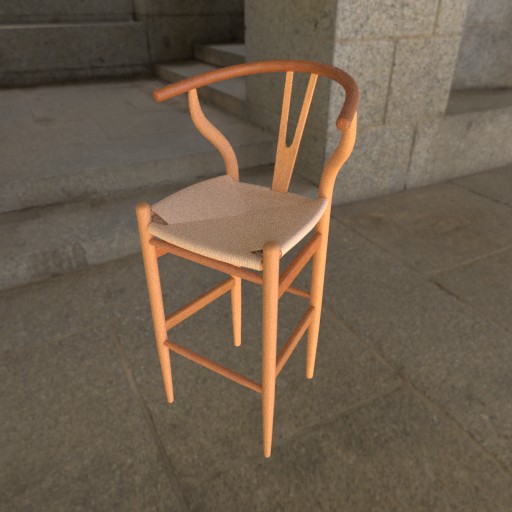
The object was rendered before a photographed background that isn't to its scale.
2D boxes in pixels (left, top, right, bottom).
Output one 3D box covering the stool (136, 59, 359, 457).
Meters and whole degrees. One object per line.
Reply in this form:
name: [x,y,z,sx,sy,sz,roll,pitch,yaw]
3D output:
stool: [0.000,0.000,1.381,0.574,1.068,0.561,18,36,27]
